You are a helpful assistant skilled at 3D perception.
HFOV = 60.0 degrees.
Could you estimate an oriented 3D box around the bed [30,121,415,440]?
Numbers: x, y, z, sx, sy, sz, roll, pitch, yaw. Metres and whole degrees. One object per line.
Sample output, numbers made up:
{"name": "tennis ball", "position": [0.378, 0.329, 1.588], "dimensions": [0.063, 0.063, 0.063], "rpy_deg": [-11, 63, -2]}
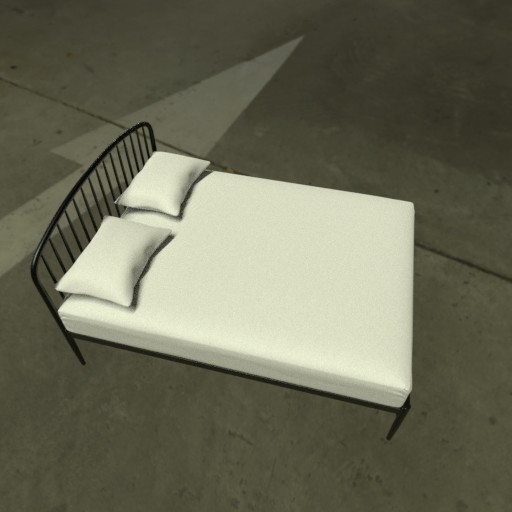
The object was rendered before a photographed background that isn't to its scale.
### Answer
{"name": "bed", "position": [0.000, 0.000, 3.055], "dimensions": [2.159, 1.166, 1.618], "rpy_deg": [11, 48, 10]}
